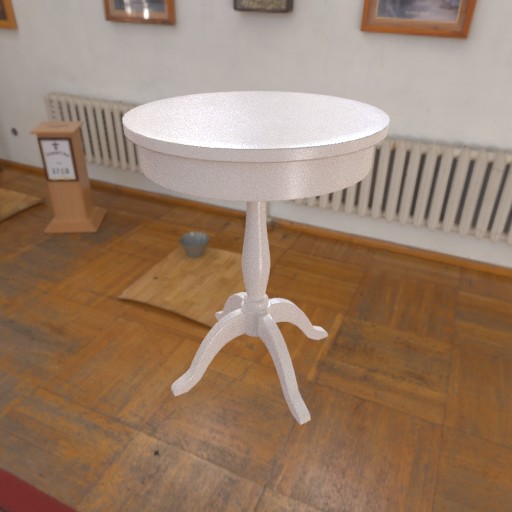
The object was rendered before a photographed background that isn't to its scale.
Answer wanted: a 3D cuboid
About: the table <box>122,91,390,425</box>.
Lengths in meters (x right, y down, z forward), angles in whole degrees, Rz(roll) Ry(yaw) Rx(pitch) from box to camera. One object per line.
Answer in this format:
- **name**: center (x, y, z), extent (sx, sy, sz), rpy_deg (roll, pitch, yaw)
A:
- **table**: center (0.000, 0.000, 1.037), extent (0.513, 0.653, 0.513), rpy_deg (0, 29, 0)
